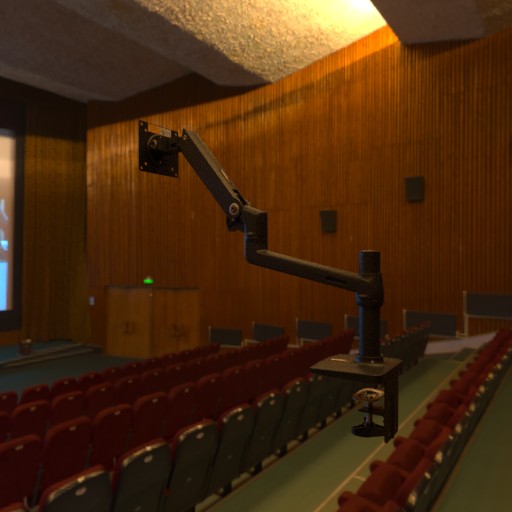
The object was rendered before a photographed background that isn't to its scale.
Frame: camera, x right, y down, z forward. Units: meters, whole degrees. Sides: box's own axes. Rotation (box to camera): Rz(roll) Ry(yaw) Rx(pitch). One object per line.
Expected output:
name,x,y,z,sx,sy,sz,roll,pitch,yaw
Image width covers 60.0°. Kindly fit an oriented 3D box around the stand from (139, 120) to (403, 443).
stand,0.000,0.000,1.041,0.650,0.713,0.152,0,1,34
